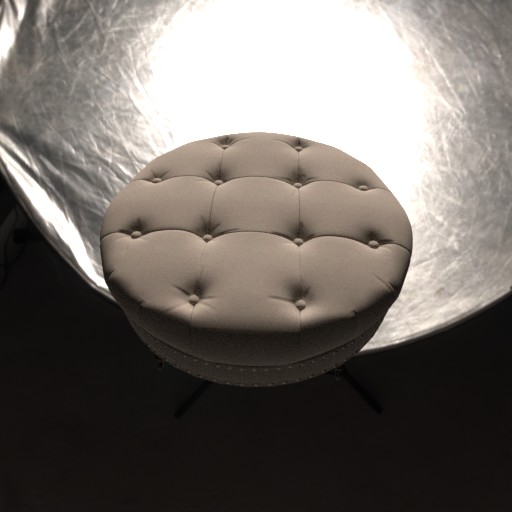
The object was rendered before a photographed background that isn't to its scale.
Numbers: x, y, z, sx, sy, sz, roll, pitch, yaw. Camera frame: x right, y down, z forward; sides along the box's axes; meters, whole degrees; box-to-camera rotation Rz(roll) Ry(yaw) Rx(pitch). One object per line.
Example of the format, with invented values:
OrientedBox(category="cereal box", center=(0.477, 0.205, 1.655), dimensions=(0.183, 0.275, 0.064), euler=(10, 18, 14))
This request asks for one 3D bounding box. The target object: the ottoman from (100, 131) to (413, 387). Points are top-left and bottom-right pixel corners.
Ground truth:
OrientedBox(category="ottoman", center=(0.000, 0.000, 1.385), dimensions=(0.901, 0.439, 0.901), euler=(0, 46, 0))
